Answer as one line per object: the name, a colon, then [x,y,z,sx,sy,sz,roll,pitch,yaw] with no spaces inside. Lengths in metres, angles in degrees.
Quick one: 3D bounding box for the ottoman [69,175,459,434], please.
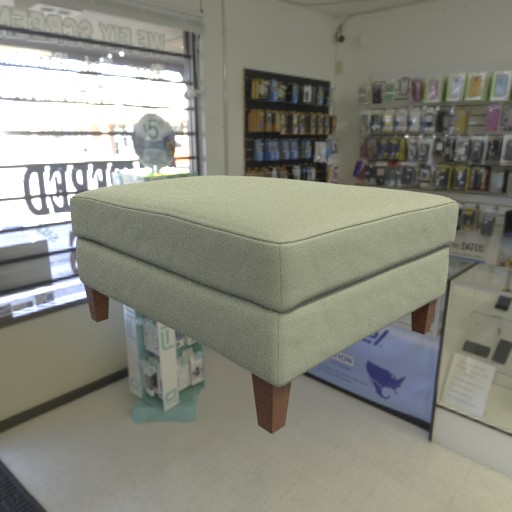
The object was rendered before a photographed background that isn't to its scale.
ottoman: [0.000,0.000,1.477,0.842,0.494,0.991,-14,21,-43]
